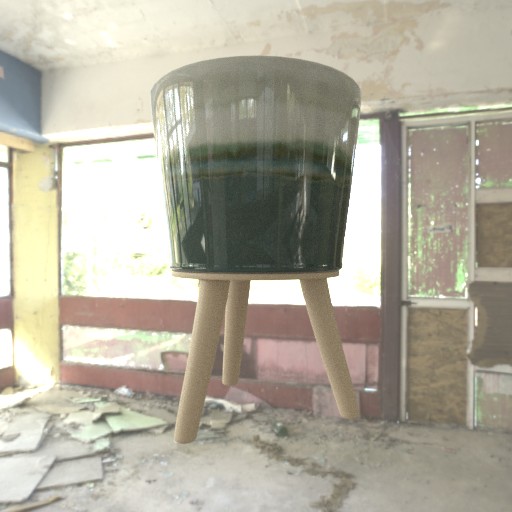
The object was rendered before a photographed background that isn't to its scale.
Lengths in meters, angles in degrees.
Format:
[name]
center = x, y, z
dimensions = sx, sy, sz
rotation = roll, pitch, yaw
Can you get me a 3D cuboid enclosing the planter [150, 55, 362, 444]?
[planter]
center = 0.000, 0.000, 0.469
dimensions = 0.217, 0.331, 0.217
rotation = -1, 1, -37
